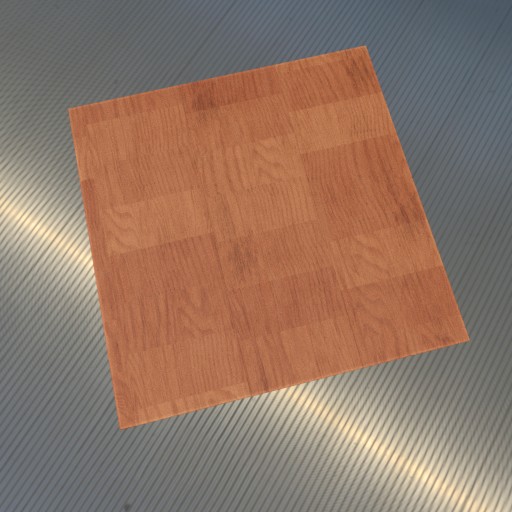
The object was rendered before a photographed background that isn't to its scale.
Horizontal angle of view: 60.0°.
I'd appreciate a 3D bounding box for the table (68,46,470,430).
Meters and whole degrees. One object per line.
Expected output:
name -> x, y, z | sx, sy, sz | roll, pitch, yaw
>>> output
table -> 0.000, 0.000, 1.357 | 0.747, 0.738, 0.747 | -13, 77, -3
